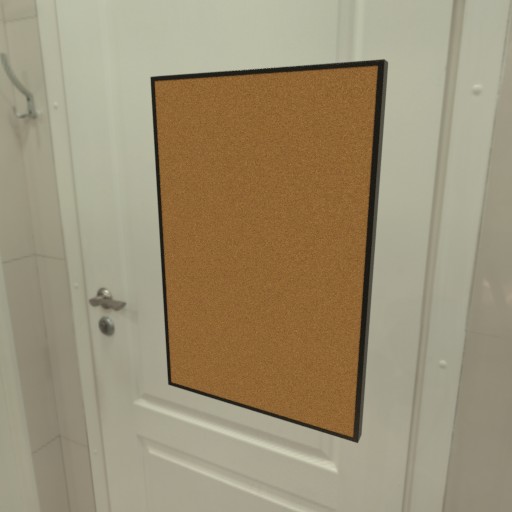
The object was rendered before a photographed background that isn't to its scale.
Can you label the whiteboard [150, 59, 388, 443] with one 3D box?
[{"bbox_3d":[0.000,0.000,0.781,0.406,0.611,0.026,8,17,26],"label":"whiteboard"}]
